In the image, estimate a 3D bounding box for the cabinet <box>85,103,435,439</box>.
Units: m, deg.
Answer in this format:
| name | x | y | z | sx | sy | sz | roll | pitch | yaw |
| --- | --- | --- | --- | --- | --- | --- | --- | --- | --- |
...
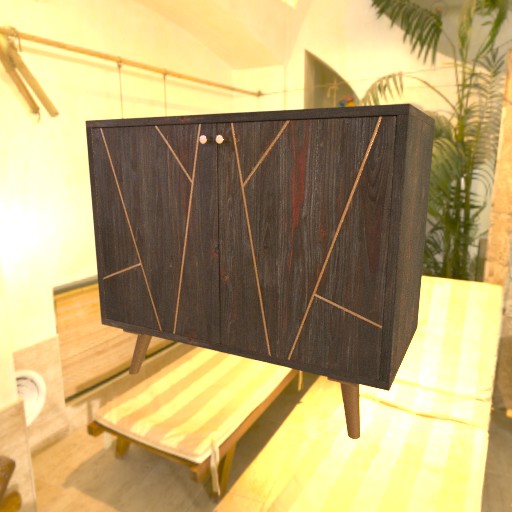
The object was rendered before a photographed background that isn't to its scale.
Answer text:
| name | x | y | z | sx | sy | sz | roll | pitch | yaw |
| --- | --- | --- | --- | --- | --- | --- | --- | --- | --- |
| cabinet | 0.000 | 0.000 | 1.522 | 1.023 | 0.897 | 0.529 | 6 | 14 | 27 |
